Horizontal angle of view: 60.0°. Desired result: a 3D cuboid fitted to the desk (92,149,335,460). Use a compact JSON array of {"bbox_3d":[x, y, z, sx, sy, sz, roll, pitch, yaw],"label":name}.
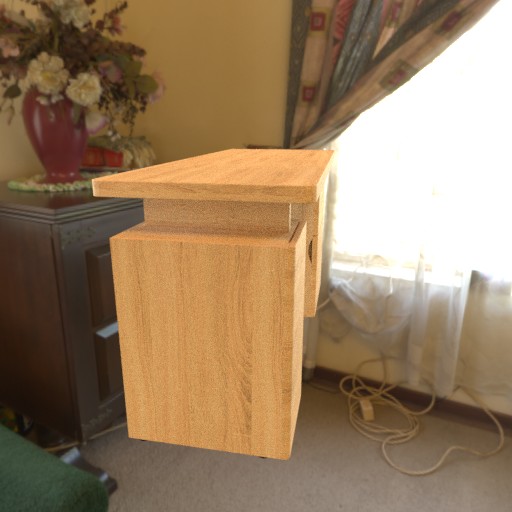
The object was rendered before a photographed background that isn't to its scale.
[{"bbox_3d":[0.000,0.000,1.783,0.550,0.760,1.400,3,17,11],"label":"desk"}]
